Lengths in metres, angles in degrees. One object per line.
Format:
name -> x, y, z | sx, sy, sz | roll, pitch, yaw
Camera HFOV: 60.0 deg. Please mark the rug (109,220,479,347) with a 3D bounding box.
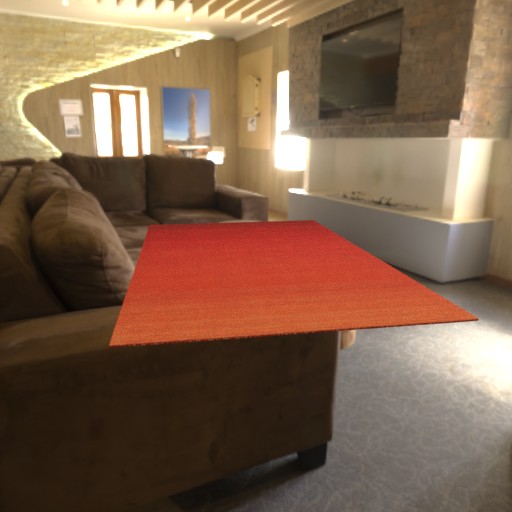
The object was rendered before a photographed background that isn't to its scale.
rug -> 0.000, 0.000, 2.936 | 1.531, 0.010, 2.442 | -2, 15, -9
